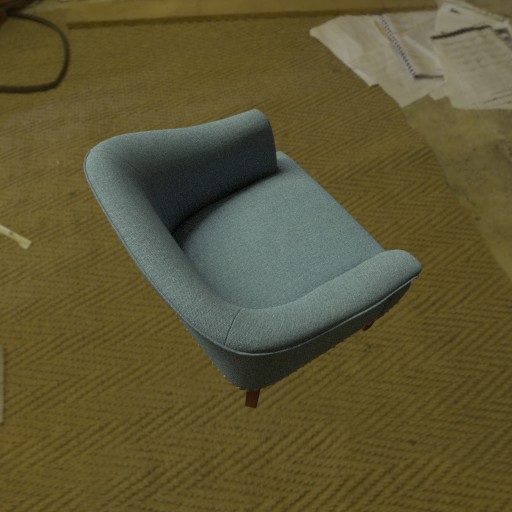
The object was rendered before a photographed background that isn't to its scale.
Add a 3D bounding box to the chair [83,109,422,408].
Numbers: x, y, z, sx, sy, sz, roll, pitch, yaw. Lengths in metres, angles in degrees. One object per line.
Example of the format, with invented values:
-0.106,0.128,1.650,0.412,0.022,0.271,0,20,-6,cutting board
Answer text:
0.000,0.000,1.374,0.704,0.815,0.772,-31,63,-18,chair
